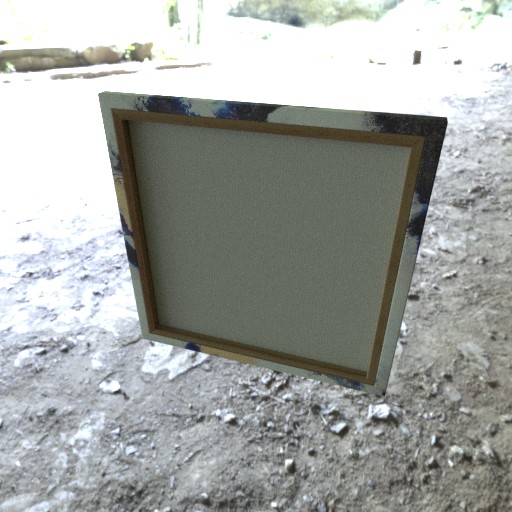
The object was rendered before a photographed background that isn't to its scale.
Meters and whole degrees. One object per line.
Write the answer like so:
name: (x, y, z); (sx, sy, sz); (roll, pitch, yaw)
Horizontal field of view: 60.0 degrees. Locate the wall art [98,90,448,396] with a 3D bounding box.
wall art: (0.000, 0.000, 1.326); (0.887, 0.885, 0.038); (10, 34, 15)
